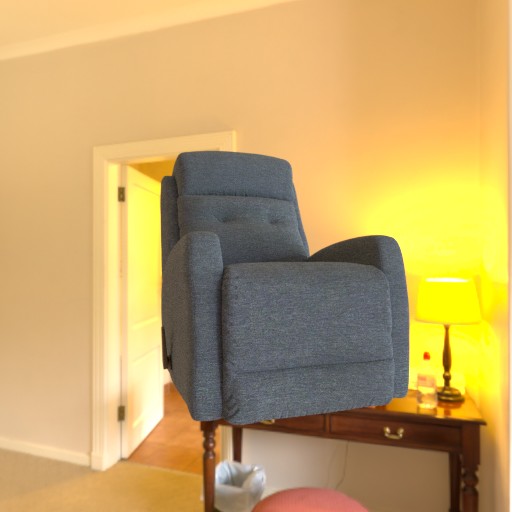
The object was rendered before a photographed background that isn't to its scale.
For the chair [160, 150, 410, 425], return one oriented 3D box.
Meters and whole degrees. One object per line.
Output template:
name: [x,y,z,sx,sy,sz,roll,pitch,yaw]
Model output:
chair: [0.000,0.000,1.784,0.798,1.013,1.043,0,0,-19]
